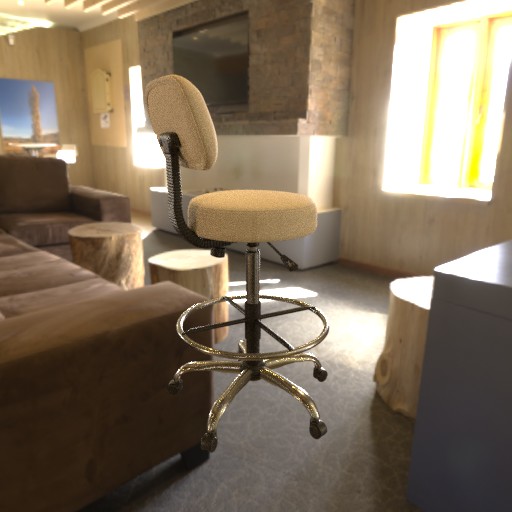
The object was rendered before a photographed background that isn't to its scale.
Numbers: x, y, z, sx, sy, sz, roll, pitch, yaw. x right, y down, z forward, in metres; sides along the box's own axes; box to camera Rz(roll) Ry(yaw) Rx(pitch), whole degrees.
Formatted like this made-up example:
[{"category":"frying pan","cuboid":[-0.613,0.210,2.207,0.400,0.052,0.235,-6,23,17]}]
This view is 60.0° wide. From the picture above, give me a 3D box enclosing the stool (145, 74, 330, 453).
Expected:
[{"category":"stool","cuboid":[0.000,0.000,1.477,0.616,1.080,0.609,-8,17,-26]}]
